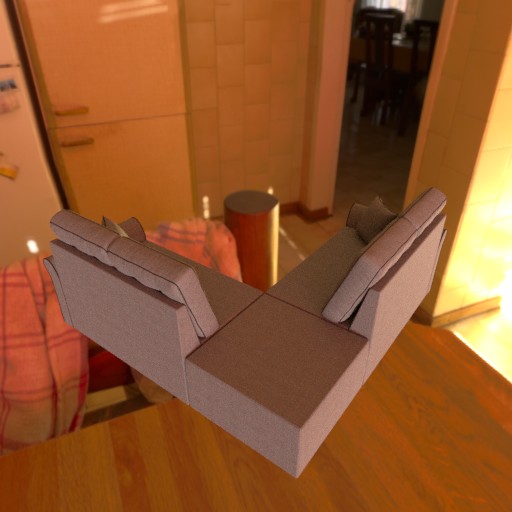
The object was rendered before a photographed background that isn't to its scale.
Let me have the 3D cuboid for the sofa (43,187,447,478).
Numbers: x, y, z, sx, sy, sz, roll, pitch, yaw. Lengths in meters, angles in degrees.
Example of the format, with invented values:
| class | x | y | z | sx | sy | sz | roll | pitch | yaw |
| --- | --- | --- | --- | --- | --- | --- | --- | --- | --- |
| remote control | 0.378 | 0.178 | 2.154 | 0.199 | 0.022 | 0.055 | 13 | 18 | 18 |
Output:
| class | x | y | z | sx | sy | sz | roll | pitch | yaw |
| --- | --- | --- | --- | --- | --- | --- | --- | --- | --- |
| sofa | 0.000 | 0.000 | 3.228 | 2.070 | 0.988 | 2.068 | 22 | 38 | 30 |
